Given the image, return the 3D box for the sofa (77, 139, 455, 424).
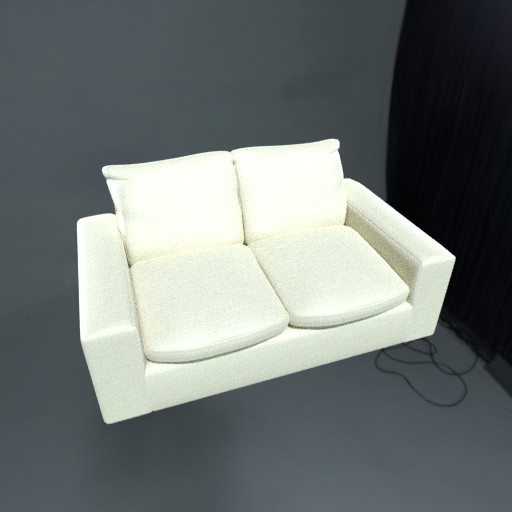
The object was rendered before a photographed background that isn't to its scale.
[{"bbox_3d":[0.000,0.000,2.355,1.754,0.875,1.091,-11,34,-16],"label":"sofa"}]
